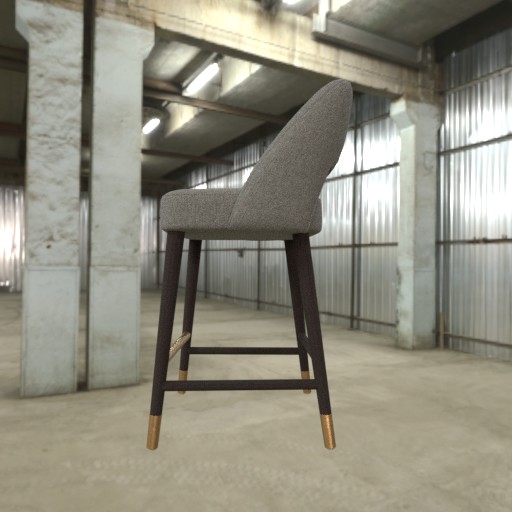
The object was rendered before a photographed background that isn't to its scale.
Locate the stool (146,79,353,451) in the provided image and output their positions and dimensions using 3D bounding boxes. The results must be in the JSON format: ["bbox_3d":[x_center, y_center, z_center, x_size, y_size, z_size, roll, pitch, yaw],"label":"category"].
[{"bbox_3d":[0.000,0.000,1.282,0.524,0.925,0.536,0,-1,-1],"label":"stool"}]
